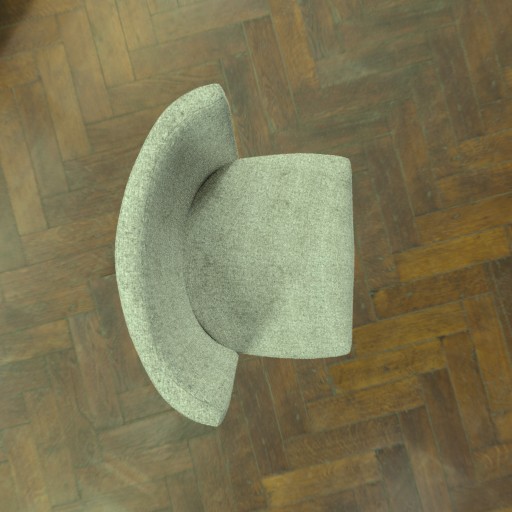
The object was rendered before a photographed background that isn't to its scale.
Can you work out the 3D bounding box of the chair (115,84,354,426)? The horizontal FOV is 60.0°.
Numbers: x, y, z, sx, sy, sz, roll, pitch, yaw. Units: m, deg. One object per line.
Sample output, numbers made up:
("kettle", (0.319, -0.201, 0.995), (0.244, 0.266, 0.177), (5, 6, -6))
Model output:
("chair", (0.000, 0.000, 1.310), (0.575, 0.827, 0.728), (0, 90, 0))
